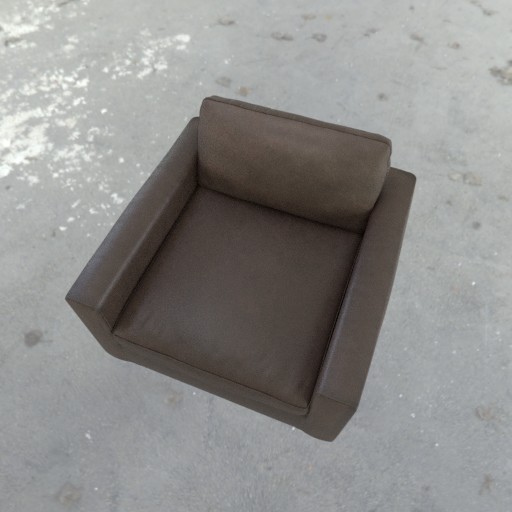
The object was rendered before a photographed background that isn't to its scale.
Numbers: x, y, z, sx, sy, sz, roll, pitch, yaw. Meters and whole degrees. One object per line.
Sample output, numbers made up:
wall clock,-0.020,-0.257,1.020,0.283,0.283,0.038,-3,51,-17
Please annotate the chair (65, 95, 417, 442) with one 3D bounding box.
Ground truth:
chair,0.000,0.000,1.836,1.100,0.812,1.069,18,58,12
